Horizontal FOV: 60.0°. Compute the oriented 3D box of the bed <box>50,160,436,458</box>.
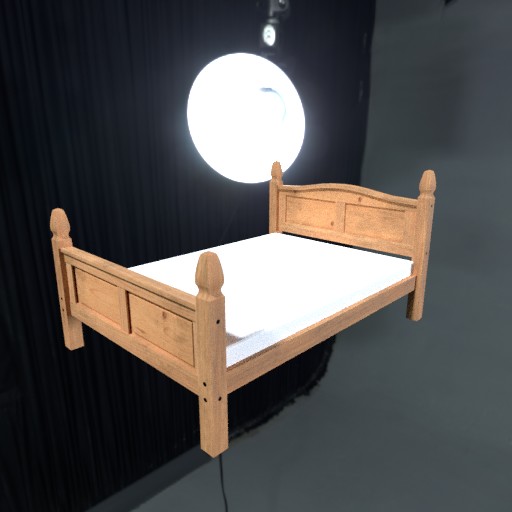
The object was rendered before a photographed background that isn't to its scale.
[{"bbox_3d":[0.000,0.000,2.977,1.490,1.100,2.069,15,22,42],"label":"bed"}]
